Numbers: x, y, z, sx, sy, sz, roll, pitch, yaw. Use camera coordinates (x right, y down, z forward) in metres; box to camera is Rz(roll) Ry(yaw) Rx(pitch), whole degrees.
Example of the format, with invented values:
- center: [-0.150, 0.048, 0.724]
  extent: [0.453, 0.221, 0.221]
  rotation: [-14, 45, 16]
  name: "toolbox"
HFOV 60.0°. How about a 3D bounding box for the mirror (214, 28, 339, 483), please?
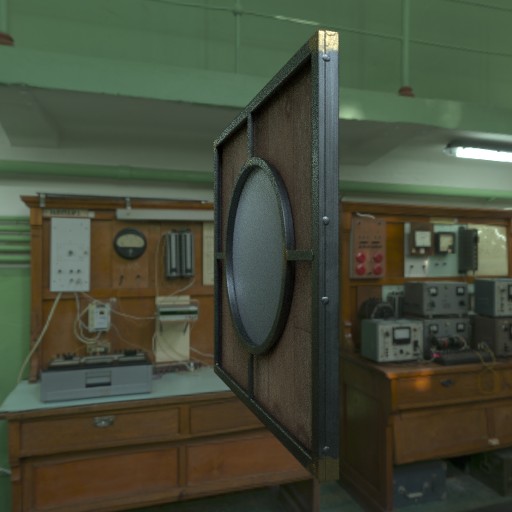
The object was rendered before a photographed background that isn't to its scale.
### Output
- center: [0.000, 0.000, 0.554]
  extent: [0.020, 0.381, 0.382]
  rotation: [0, 0, -19]
  name: "mirror"
